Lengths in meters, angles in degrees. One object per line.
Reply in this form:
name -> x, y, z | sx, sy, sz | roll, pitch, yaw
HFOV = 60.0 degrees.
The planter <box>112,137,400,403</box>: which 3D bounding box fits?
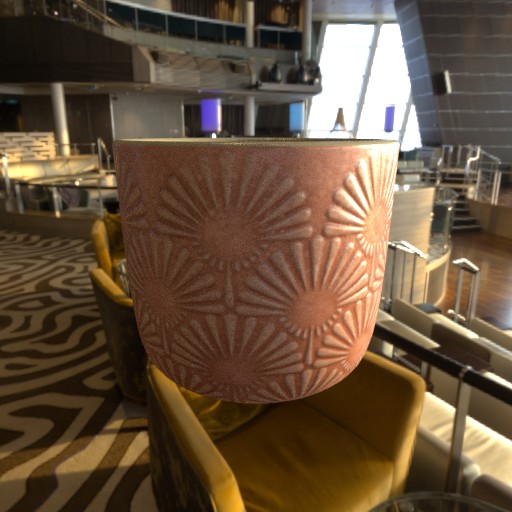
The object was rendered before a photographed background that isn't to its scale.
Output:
planter -> 0.000, 0.000, 0.214 | 0.124, 0.109, 0.124 | 0, 16, 0
